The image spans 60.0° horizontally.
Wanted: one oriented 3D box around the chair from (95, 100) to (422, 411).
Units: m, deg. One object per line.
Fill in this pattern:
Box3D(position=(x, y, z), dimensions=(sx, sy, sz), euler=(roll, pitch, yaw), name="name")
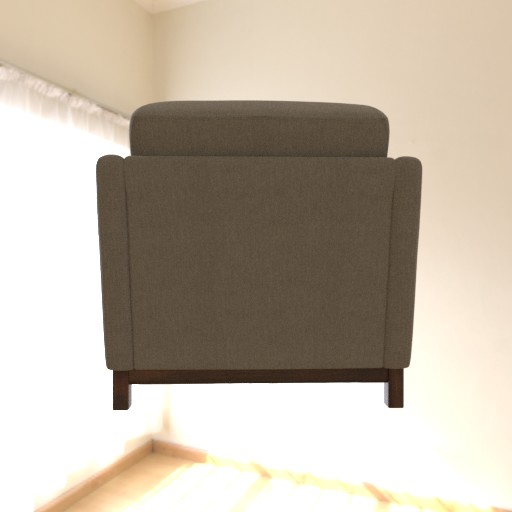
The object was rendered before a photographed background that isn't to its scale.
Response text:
Box3D(position=(0.000, 0.000, 1.516), dimensions=(0.826, 0.821, 0.892), euler=(0, 0, -2), name="chair")
